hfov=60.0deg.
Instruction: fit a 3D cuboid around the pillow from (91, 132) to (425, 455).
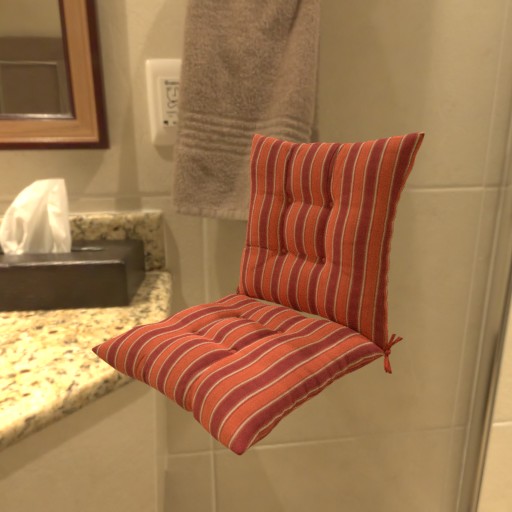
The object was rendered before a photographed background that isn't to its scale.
[{"bbox_3d":[0.000,0.000,0.994,0.541,0.536,0.585,14,21,43],"label":"pillow"}]
